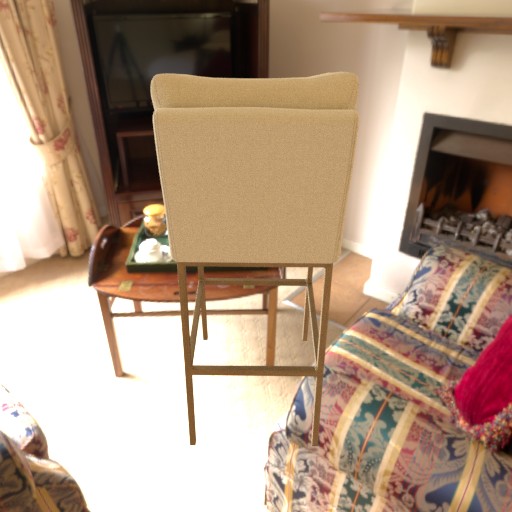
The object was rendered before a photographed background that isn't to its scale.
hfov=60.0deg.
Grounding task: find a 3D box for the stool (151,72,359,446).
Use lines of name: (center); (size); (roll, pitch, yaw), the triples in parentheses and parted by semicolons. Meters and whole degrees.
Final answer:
stool: (0.000, 0.000, 1.392); (0.463, 1.125, 0.572); (0, 30, 0)
